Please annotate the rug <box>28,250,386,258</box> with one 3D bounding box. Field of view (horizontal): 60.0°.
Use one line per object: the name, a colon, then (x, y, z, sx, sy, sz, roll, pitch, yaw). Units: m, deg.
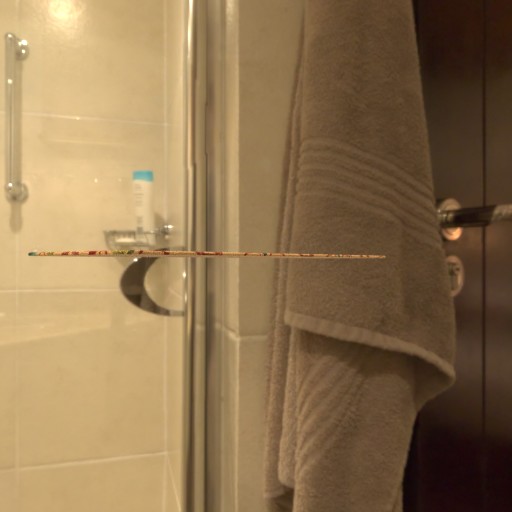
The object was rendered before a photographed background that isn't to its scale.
rug: (0.000, 0.000, 2.540, 0.693, 0.016, 2.273, 0, -1, 37)
